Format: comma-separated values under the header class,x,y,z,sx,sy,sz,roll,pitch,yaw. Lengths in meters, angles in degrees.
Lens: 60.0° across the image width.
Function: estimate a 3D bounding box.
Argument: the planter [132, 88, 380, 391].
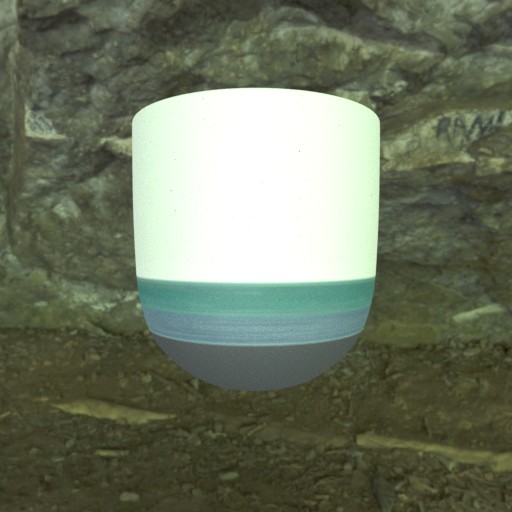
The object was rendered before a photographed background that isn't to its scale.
class,x,y,z,sx,sy,sz,roll,pitch,yaw
planter,0.000,0.000,0.380,0.204,0.214,0.204,0,1,0
